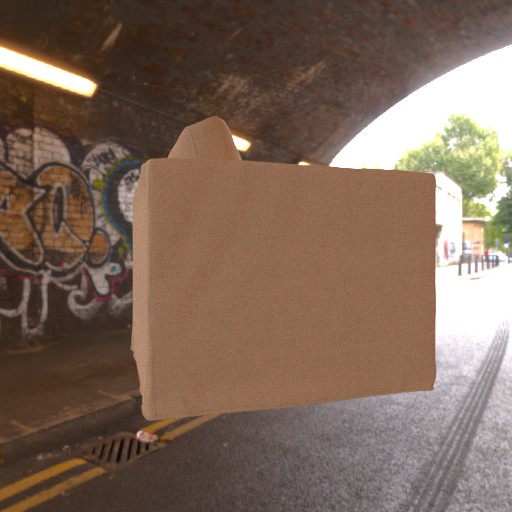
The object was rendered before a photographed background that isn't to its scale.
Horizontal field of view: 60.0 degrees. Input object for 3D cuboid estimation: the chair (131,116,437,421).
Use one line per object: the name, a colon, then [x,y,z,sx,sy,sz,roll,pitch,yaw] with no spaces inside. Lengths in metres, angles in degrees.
chair: [0.000,0.000,1.787,0.949,0.867,1.057,0,1,-18]
